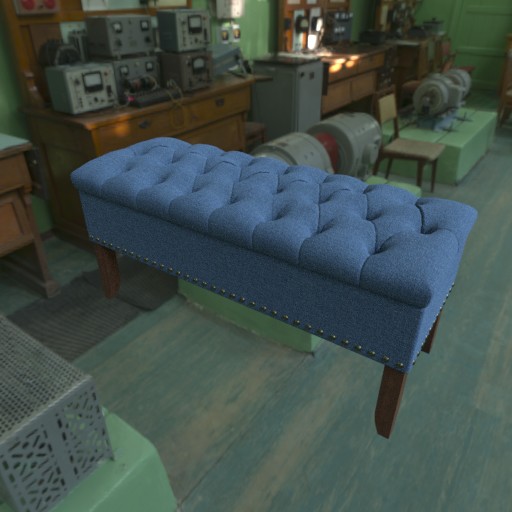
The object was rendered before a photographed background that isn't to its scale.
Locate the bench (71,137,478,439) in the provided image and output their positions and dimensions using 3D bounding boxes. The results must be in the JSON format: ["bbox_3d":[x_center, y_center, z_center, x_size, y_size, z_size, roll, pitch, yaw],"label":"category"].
[{"bbox_3d":[0.000,0.000,1.303,1.052,0.492,0.417,19,37,28],"label":"bench"}]
